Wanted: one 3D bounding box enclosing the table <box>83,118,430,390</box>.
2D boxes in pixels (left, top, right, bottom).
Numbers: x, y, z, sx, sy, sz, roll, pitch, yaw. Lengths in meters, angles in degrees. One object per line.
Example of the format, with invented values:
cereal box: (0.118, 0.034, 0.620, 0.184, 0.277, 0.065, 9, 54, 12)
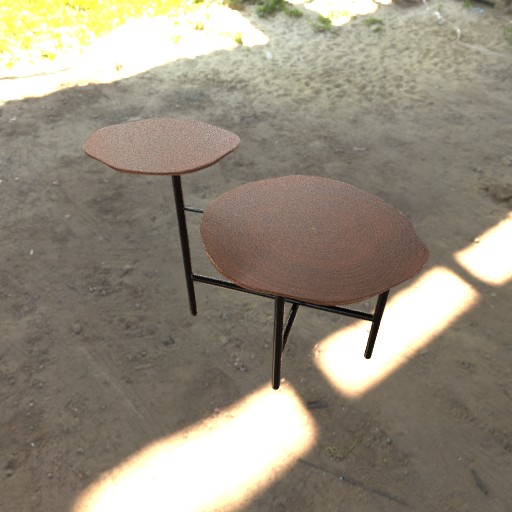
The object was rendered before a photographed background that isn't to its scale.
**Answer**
table: (0.000, 0.000, 1.082, 0.759, 0.538, 0.442, 12, 42, 14)
